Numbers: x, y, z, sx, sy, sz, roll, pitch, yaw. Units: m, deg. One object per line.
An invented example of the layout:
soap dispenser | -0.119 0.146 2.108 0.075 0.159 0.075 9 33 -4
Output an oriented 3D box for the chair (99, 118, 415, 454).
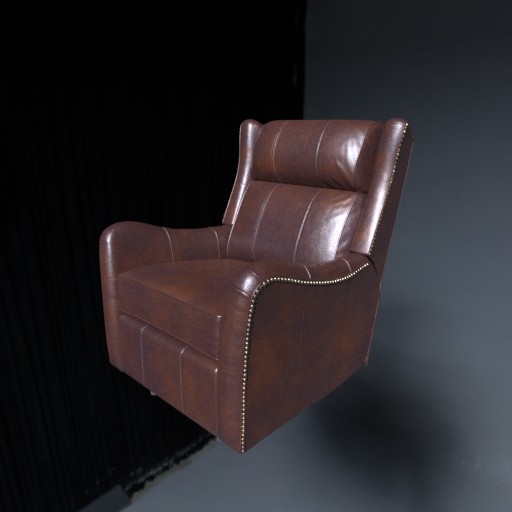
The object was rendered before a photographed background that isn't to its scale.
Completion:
chair | 0.000 0.000 1.822 0.869 1.084 1.008 15 22 41
